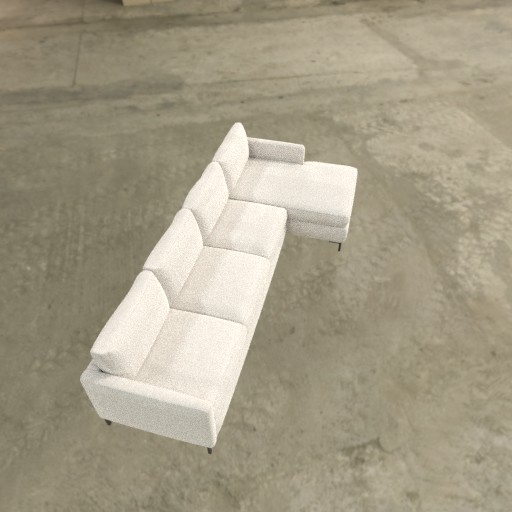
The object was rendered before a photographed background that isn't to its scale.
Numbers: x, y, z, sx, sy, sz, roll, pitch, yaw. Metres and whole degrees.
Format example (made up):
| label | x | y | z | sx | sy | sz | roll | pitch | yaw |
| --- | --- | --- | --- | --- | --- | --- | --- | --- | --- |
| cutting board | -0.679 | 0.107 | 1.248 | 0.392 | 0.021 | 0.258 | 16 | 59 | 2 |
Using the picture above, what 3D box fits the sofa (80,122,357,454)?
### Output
| label | x | y | z | sx | sy | sz | roll | pitch | yaw |
| --- | --- | --- | --- | --- | --- | --- | --- | --- | --- |
| sofa | 0.000 | 0.000 | 2.962 | 1.126 | 0.677 | 2.445 | 11 | 46 | 11 |
